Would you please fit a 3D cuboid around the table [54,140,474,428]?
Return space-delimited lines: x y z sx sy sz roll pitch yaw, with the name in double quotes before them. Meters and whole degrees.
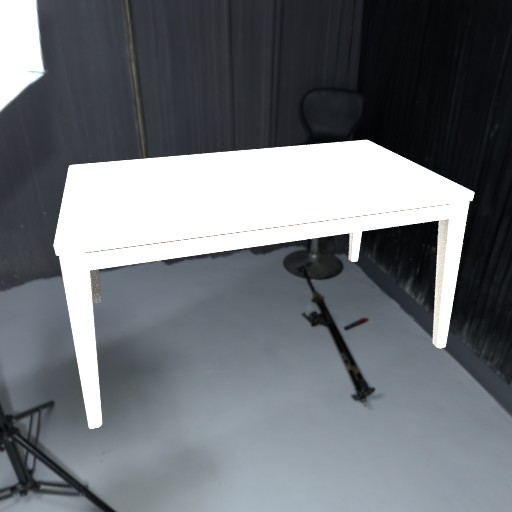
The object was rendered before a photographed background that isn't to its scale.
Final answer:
"table" 0.000 0.000 2.072 1.600 0.760 0.900 -9 30 -15
